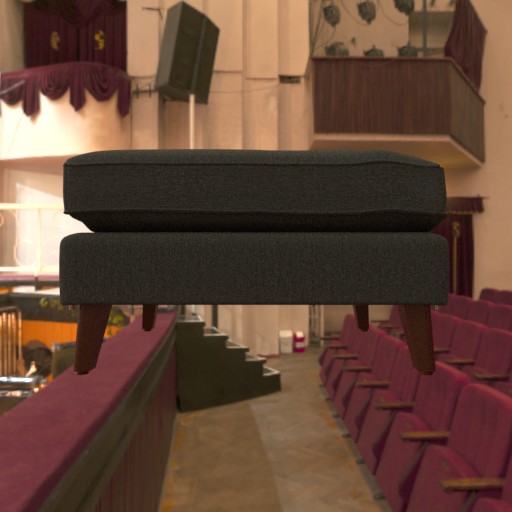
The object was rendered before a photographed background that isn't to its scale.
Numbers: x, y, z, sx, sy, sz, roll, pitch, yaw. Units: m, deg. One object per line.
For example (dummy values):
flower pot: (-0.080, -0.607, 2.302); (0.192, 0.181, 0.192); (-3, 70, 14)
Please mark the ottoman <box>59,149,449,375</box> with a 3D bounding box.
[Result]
ottoman: (0.000, 0.000, 1.226); (0.835, 0.503, 0.629); (0, 0, 0)
